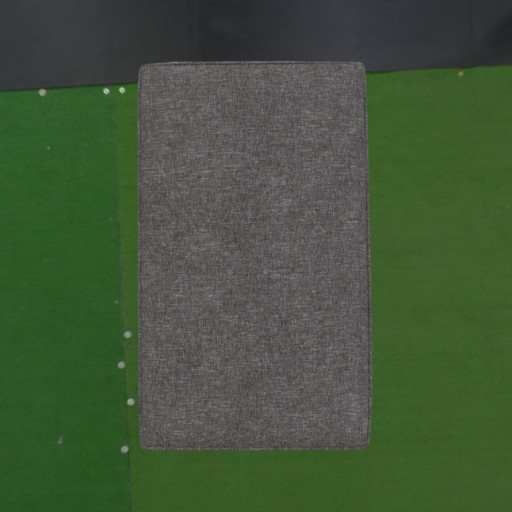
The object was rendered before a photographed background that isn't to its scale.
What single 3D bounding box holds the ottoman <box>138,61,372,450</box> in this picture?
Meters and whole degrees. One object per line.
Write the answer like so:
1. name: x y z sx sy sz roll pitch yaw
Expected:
1. ottoman: 0.000 0.000 1.516 0.717 0.487 1.184 0 90 0
